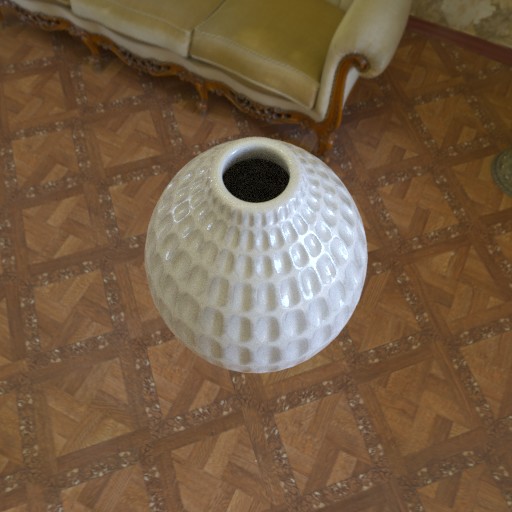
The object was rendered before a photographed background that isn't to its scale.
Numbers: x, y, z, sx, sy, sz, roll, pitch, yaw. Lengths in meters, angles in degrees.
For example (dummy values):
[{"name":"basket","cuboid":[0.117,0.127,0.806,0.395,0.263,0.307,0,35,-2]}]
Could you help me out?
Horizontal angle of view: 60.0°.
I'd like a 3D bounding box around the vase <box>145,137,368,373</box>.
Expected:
[{"name":"vase","cuboid":[0.000,0.000,0.260,0.128,0.167,0.128,0,65,0]}]
